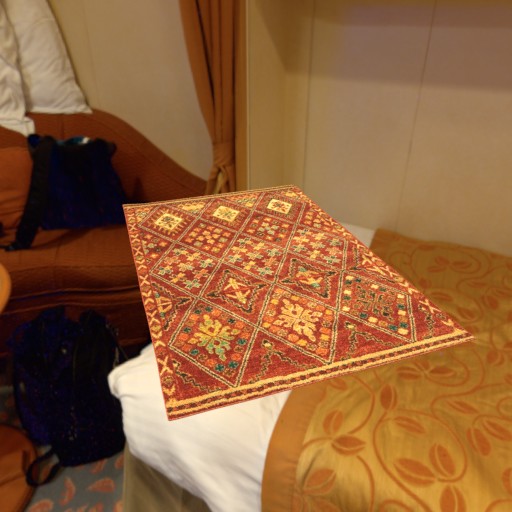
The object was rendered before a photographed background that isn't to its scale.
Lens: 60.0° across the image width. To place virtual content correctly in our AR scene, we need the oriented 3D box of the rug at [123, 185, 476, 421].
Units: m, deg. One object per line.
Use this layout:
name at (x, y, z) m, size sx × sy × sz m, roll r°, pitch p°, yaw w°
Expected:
rug at (0.000, 0.000, 2.907) m, size 1.521 × 0.026 × 2.286 m, roll -10°, pitch 31°, yaw -16°
